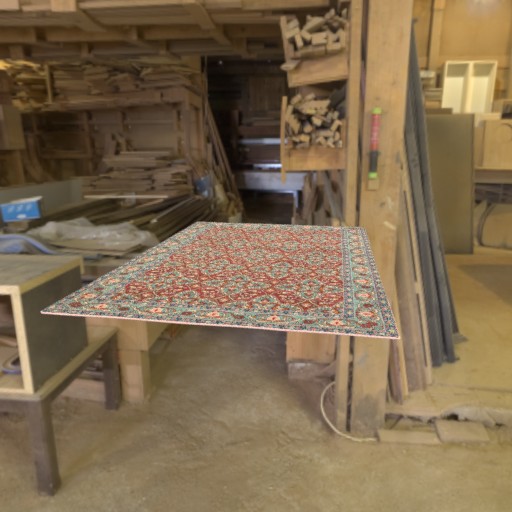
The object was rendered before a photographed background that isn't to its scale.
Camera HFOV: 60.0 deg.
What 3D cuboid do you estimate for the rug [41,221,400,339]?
[{"bbox_3d":[0.000,0.000,2.319,1.219,0.009,1.829,3,15,10],"label":"rug"}]
